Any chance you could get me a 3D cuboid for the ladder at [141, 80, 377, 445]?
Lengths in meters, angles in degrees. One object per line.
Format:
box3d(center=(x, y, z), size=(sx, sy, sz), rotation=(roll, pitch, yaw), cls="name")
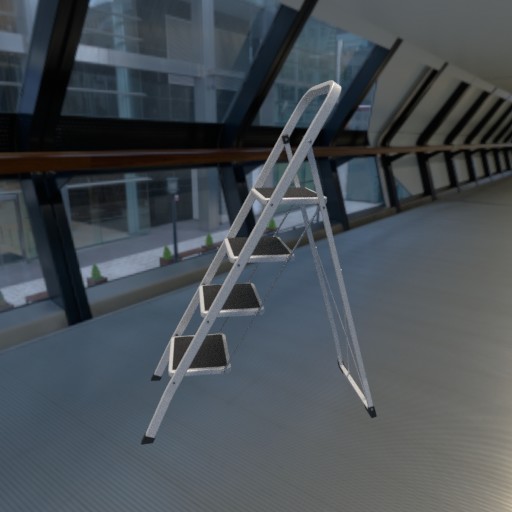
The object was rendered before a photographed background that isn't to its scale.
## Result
box3d(center=(0.000, 0.000, 1.728), size=(0.914, 1.265, 0.460), rotation=(-2, 16, -8), cls="ladder")
